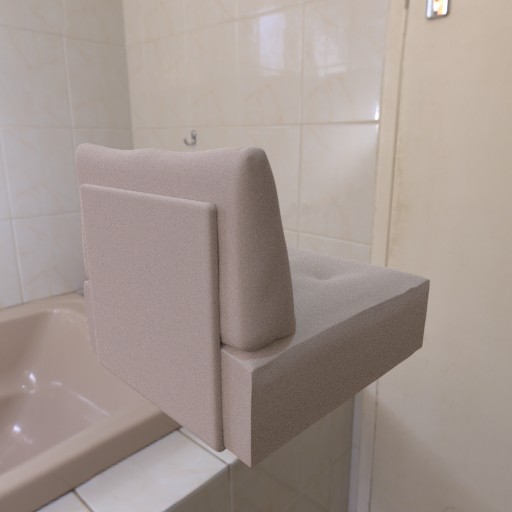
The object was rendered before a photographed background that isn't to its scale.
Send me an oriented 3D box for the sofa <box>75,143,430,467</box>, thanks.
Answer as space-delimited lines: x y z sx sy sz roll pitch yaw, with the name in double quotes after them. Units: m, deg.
0.000 0.000 1.681 1.000 0.828 0.935 -14 20 -43 "sofa"
